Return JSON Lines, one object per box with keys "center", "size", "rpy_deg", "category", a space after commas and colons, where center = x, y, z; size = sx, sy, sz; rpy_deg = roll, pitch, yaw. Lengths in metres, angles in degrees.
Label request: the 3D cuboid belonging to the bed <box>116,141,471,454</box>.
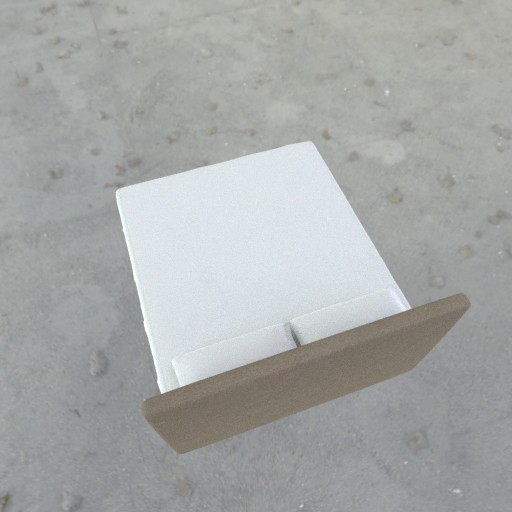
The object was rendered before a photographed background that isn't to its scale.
{"center": [0.000, 0.000, 3.638], "size": [2.119, 1.317, 2.341], "rpy_deg": [-16, 59, -10], "category": "bed"}
